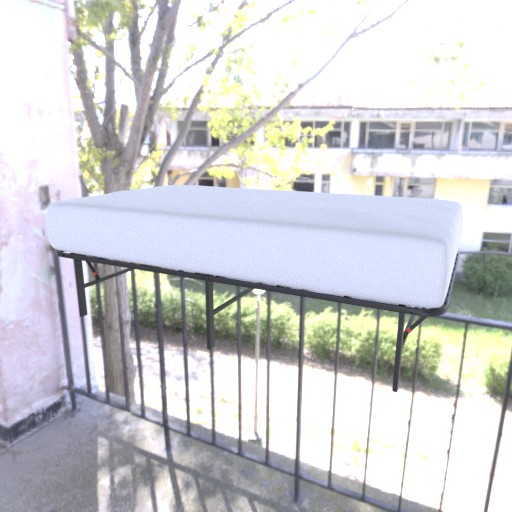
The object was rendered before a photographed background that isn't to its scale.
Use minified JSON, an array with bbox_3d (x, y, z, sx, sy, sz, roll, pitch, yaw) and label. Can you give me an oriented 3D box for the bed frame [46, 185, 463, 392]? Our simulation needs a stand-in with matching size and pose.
[{"bbox_3d":[0.000,0.000,2.318,1.908,0.640,1.025,7,16,26],"label":"bed frame"}]
